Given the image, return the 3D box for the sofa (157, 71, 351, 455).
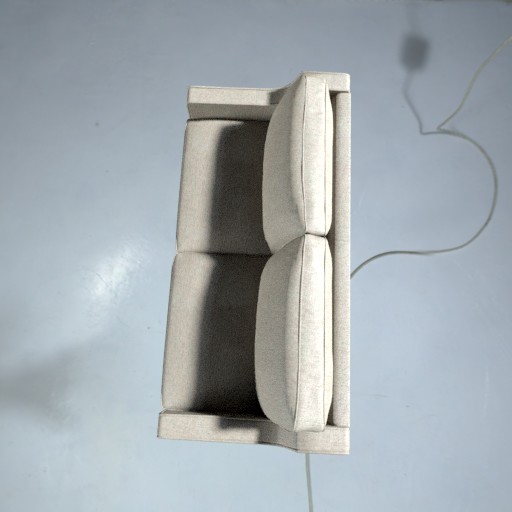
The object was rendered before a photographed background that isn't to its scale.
[{"bbox_3d":[0.000,0.000,2.822,1.073,1.074,2.181,2,77,1],"label":"sofa"}]
